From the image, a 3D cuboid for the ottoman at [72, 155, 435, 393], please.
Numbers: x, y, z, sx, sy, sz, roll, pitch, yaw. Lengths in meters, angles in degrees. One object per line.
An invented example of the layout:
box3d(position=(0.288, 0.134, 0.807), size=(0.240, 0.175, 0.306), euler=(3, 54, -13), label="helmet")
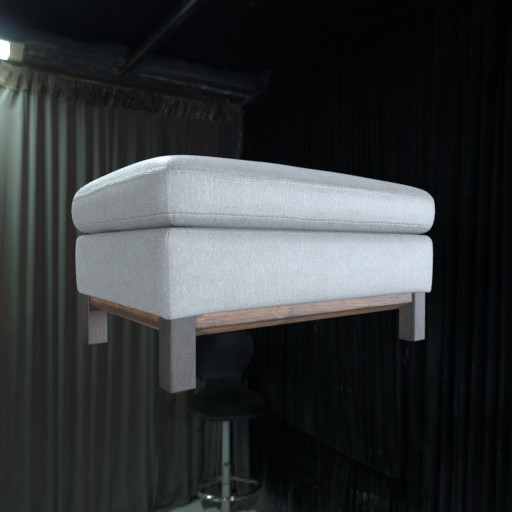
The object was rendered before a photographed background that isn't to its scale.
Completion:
box3d(position=(0.000, 0.000, 1.054), size=(0.735, 0.404, 0.528), euler=(-1, 1, -37), label="ottoman")
